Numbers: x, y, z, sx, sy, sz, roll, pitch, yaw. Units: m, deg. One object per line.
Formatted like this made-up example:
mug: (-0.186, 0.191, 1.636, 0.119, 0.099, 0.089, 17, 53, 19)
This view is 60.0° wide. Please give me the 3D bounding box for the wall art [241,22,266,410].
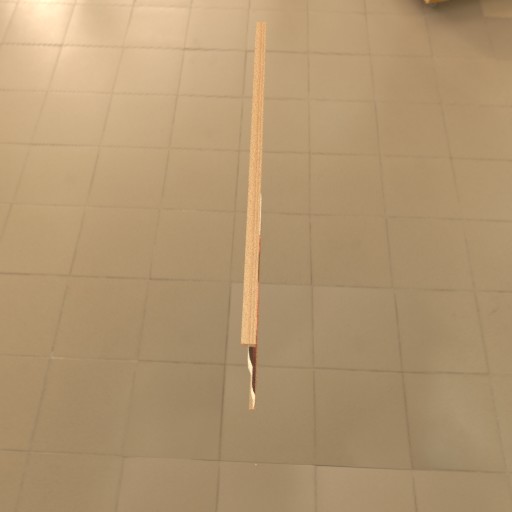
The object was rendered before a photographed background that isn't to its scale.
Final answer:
wall art: (0.000, 0.000, 0.696, 0.013, 0.508, 0.406, 2, 65, 1)
